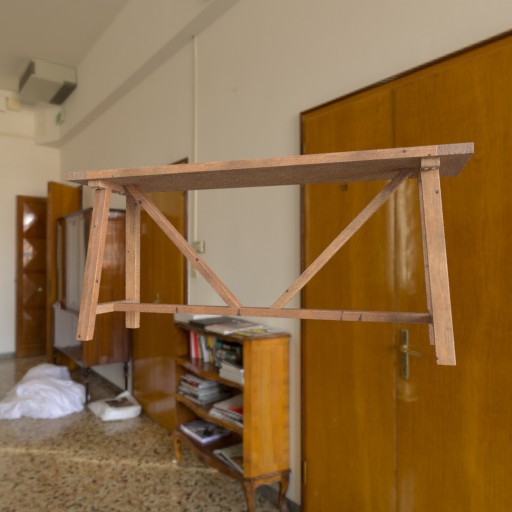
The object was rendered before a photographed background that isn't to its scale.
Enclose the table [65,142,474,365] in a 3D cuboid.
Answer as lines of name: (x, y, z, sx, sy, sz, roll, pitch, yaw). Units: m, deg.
table: (0.000, 0.000, 2.094, 1.800, 0.810, 0.465, 0, -1, 18)
